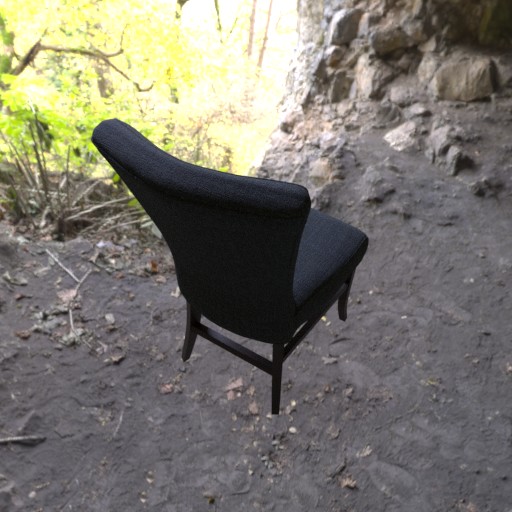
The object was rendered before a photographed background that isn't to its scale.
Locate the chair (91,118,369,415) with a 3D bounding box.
[{"bbox_3d":[0.000,0.000,1.356,0.520,0.991,0.660,24,50,22],"label":"chair"}]
